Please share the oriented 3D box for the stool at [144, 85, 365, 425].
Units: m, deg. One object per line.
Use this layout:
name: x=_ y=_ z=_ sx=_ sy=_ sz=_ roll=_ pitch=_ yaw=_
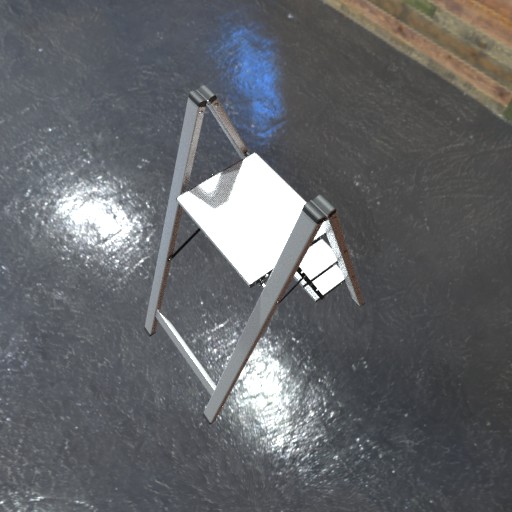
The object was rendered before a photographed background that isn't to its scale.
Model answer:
stool: x=0.000 y=0.000 z=1.292 sx=0.730 sy=0.902 sz=0.441 roll=-34 pitch=65 yaw=-18
